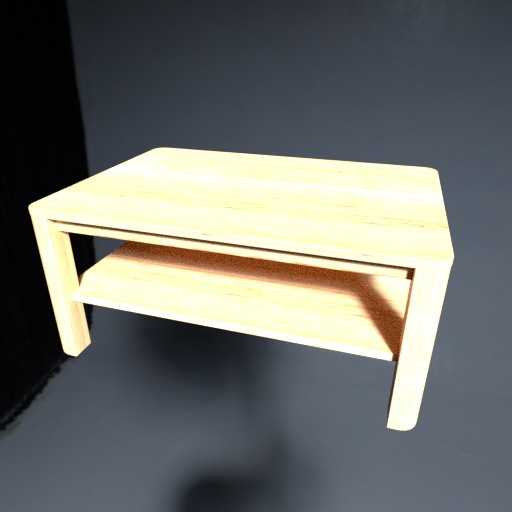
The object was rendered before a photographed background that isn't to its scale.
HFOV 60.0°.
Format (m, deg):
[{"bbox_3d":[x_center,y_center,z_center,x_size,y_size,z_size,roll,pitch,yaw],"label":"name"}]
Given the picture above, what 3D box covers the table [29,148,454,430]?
[{"bbox_3d":[0.000,0.000,1.354,0.997,0.445,0.696,8,28,15],"label":"table"}]
